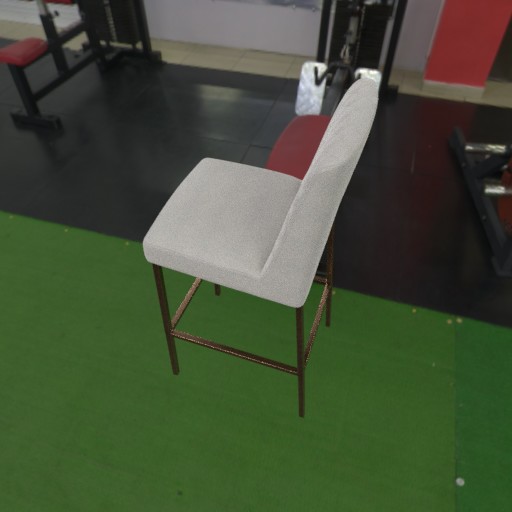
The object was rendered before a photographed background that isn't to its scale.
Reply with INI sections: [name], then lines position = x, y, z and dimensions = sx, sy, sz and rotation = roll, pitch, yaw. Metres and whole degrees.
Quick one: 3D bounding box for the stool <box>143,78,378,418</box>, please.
[stool]
position = 0.000, 0.000, 1.420
dimensions = 0.546, 1.084, 0.462
rotation = 14, 48, 13
